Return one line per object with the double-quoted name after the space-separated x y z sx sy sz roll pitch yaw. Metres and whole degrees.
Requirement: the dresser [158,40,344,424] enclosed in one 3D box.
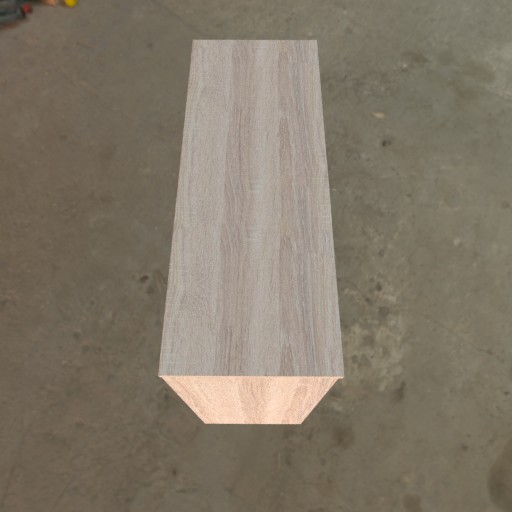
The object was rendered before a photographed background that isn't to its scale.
0.000 0.000 1.495 0.380 0.900 0.980 0 63 0 "dresser"
